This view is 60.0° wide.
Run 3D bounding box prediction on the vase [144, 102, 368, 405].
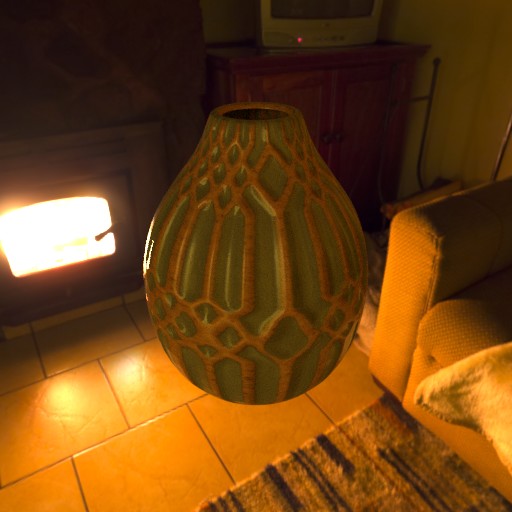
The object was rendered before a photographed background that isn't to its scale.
[{"bbox_3d":[0.000,0.000,0.137,0.069,0.088,0.069,0,30,0],"label":"vase"}]
